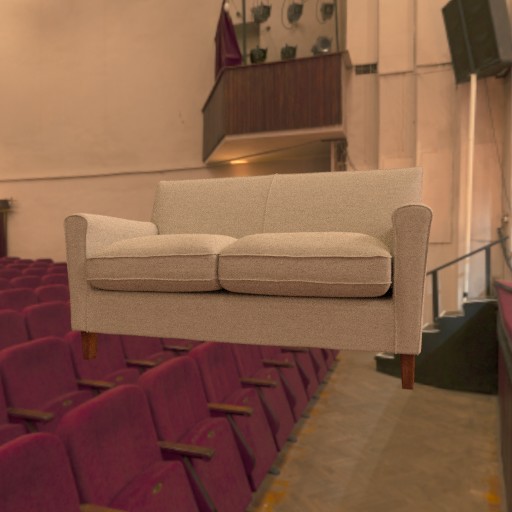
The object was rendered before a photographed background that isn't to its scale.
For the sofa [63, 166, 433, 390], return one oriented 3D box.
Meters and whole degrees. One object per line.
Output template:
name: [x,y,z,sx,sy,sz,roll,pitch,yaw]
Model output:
sofa: [0.000,0.000,2.049,1.482,0.892,0.891,0,1,18]
